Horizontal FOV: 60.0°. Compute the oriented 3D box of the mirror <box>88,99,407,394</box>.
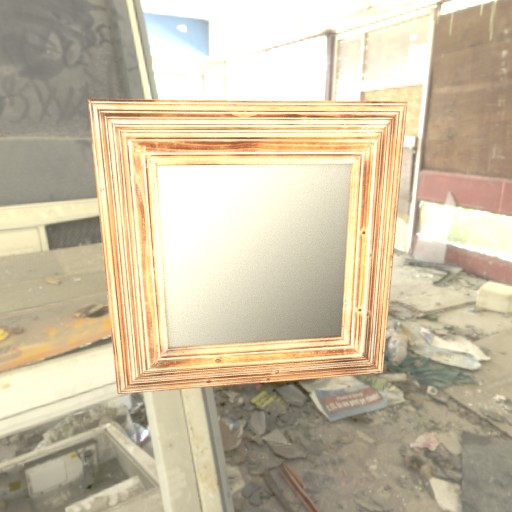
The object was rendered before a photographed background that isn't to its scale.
[{"bbox_3d":[0.000,0.000,1.210,0.804,0.804,0.061,-2,17,-8],"label":"mirror"}]
